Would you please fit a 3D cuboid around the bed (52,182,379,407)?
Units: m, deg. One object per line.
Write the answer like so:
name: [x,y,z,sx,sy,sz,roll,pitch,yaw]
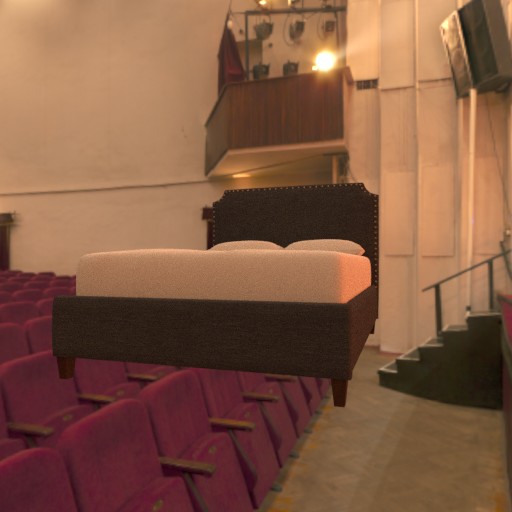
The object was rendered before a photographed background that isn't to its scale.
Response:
bed: [0.000,0.000,3.400,1.713,1.443,2.372,0,-1,18]
